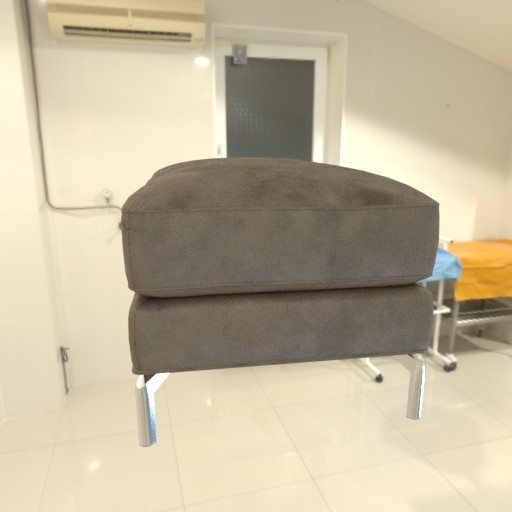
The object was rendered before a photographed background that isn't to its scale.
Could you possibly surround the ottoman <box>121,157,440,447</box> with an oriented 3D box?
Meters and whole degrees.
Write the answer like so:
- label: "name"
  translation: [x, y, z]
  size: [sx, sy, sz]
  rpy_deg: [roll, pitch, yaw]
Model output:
- label: "ottoman"
  translation: [0.000, 0.000, 1.053]
  size: [0.520, 0.456, 0.719]
  rpy_deg: [-2, 14, -9]
